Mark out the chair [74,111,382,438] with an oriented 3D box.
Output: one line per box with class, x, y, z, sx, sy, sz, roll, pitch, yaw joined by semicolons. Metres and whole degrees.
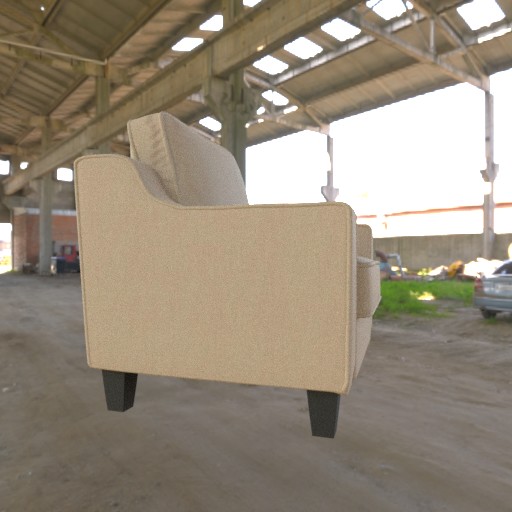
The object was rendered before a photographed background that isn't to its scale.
chair;0.000;0.000;1.650;0.882;0.948;0.922;0;0;18
